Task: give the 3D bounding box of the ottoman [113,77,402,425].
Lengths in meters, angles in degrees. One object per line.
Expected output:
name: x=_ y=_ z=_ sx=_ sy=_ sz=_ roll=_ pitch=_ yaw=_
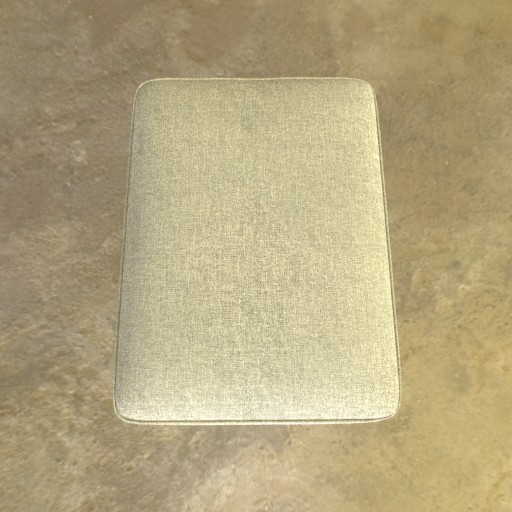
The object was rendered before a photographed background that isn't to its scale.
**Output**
ottoman: x=0.000 y=0.000 z=1.292 sx=0.661 sy=0.561 sz=0.889 roll=0 pitch=75 yaw=0
